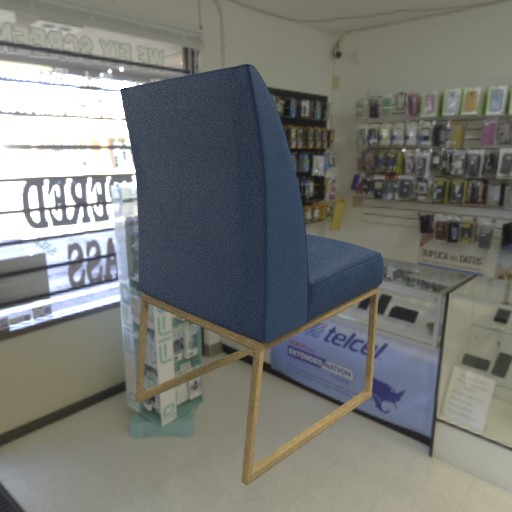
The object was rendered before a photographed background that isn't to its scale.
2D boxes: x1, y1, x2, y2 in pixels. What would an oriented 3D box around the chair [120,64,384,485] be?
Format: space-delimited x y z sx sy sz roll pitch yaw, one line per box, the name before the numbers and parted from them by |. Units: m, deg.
chair | 0.000 0.000 1.208 0.522 0.863 0.508 -13 19 -43
